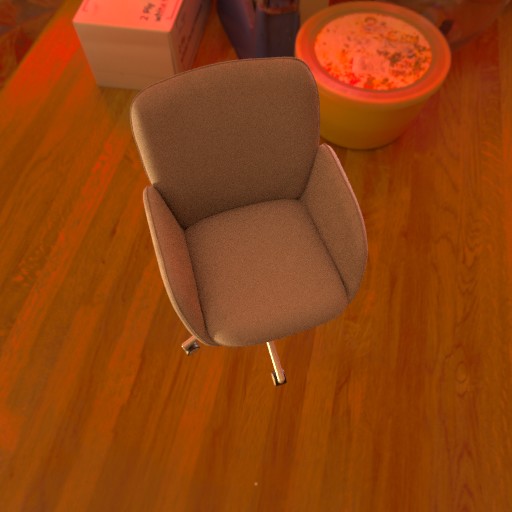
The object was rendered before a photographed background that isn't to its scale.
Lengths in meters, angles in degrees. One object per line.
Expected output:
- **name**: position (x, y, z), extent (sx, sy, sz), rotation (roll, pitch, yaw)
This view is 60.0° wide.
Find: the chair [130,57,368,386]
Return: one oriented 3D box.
- **chair**: position (0.000, 0.000, 1.405), extent (0.648, 0.959, 0.654), rotation (-15, 64, -8)
